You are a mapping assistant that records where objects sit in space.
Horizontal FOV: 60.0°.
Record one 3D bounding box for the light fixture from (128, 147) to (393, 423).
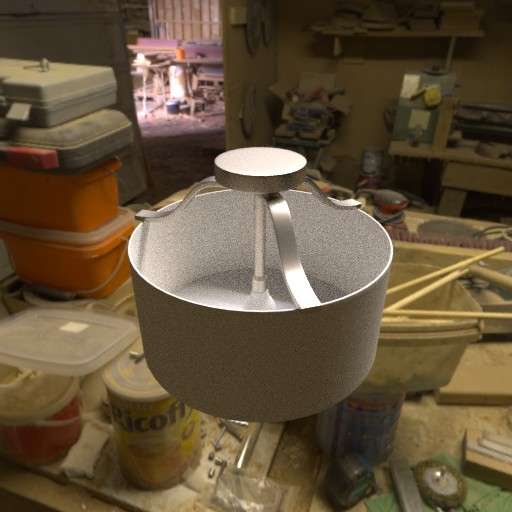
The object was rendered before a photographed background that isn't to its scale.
[{"bbox_3d":[0.000,0.000,0.679,0.395,0.304,0.395,0,30,0],"label":"light fixture"}]
